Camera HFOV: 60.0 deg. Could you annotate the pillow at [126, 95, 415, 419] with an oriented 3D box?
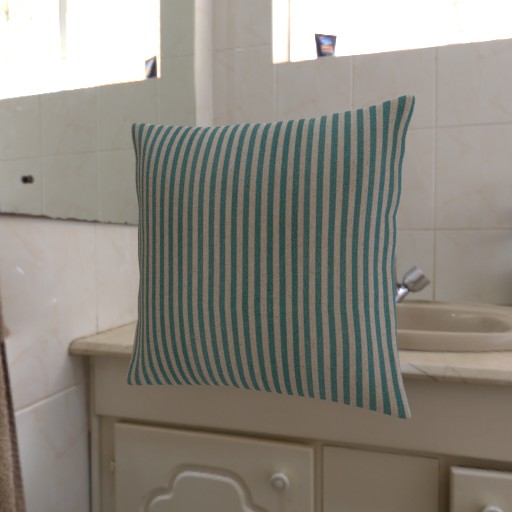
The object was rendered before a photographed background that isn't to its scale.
[{"bbox_3d":[0.000,0.000,0.778,0.523,0.510,0.166,0,1,18],"label":"pillow"}]
